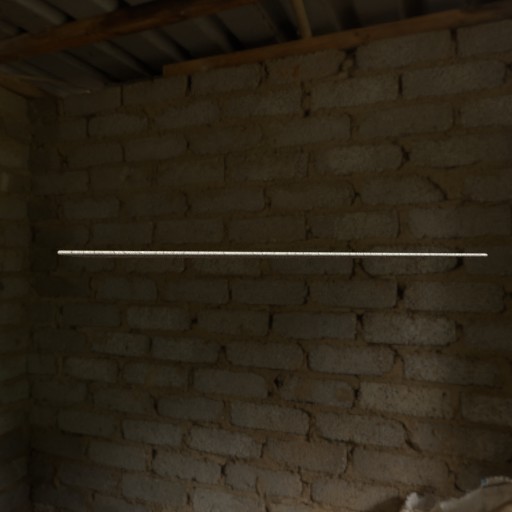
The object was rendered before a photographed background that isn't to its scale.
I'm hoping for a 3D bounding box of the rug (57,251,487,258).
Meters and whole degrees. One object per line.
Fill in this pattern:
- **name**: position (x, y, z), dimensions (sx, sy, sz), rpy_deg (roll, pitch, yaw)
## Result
- **rug**: position (0.000, 0.000, 2.788), dimensions (2.132, 0.015, 1.526), rpy_deg (0, -1, -18)
